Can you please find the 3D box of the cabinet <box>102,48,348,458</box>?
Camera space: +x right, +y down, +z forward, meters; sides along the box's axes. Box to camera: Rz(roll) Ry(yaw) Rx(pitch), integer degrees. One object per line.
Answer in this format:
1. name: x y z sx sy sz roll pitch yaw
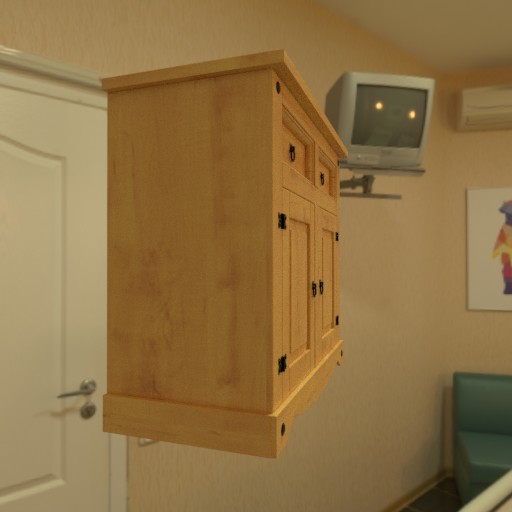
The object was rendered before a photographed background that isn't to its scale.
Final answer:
1. cabinet: 0.000 0.000 1.408 0.450 0.840 0.920 0 0 20
